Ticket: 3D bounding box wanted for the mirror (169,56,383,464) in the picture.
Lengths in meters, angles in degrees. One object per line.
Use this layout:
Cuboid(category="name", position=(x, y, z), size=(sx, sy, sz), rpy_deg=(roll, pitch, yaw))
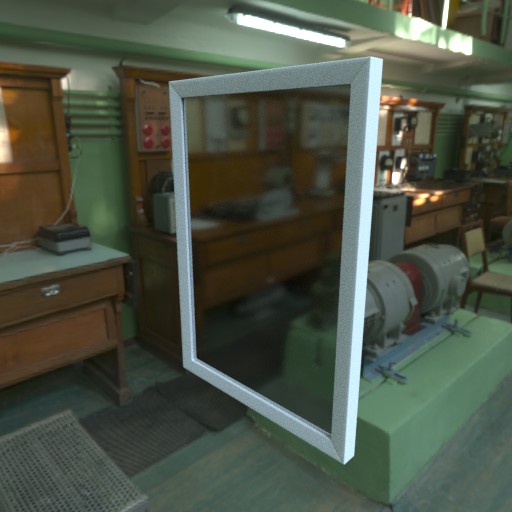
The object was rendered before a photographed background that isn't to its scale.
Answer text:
Cuboid(category="mirror", position=(0.000, 0.000, 0.923), size=(0.507, 0.710, 0.040), rpy_deg=(15, 22, 43))
